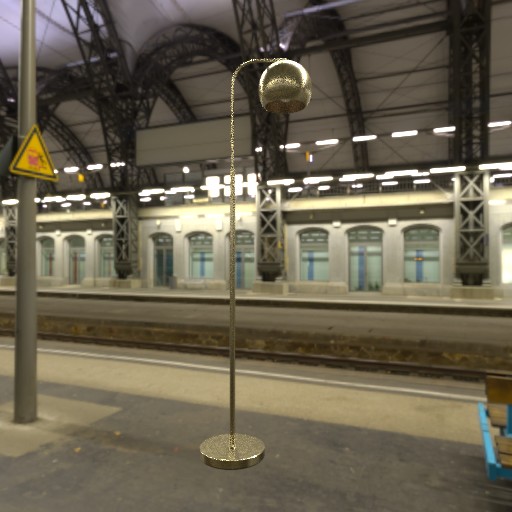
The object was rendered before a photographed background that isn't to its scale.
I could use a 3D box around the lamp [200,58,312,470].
[{"bbox_3d":[0.000,0.000,1.705,0.431,1.526,0.250,0,-1,2],"label":"lamp"}]
